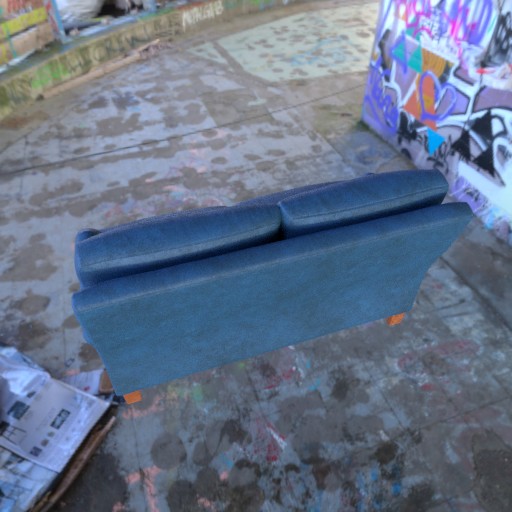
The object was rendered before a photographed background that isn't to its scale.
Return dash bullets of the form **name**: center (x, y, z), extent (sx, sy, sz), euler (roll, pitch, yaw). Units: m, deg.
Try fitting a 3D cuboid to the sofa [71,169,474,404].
- **sofa**: center (0.000, 0.000, 2.486), extent (1.853, 1.101, 1.084), euler (-13, 43, -14)
